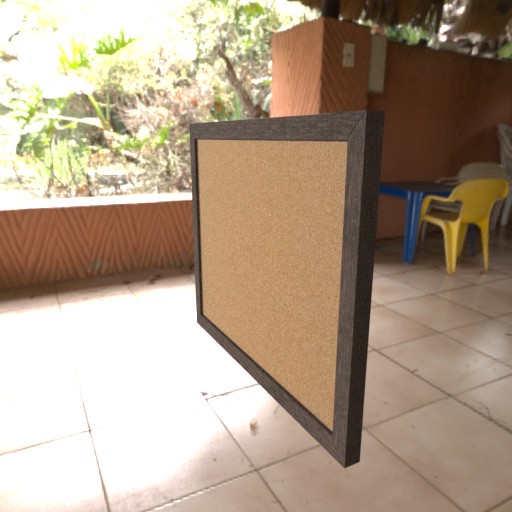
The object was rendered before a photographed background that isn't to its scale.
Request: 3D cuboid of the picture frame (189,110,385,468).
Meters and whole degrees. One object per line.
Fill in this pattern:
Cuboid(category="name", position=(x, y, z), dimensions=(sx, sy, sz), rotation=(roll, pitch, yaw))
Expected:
Cuboid(category="picture frame", position=(0.000, 0.000, 0.771), dimensions=(0.026, 0.455, 0.546), rotation=(-8, 17, -27))
